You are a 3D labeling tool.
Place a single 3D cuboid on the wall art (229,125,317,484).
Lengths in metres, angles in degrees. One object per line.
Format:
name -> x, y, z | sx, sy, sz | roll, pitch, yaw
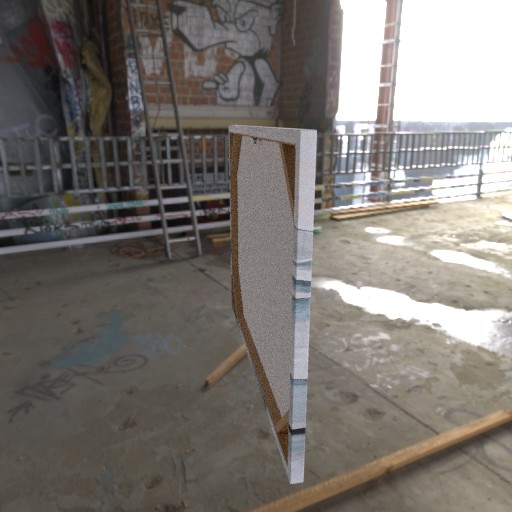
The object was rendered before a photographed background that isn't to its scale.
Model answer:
wall art -> 0.000, 0.000, 1.630 | 0.039, 0.915, 1.219 | -3, 17, -10
